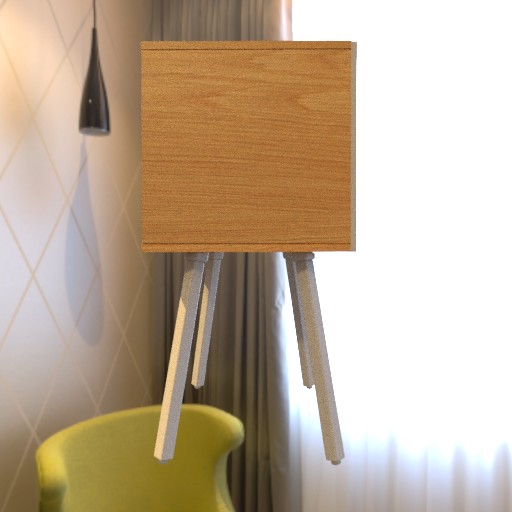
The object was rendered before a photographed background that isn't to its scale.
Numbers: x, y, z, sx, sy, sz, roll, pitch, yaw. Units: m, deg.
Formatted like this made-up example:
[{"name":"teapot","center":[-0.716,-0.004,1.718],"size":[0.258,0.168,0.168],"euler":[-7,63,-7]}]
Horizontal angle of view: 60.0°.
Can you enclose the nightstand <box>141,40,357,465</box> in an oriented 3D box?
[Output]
[{"name":"nightstand","center":[0.000,0.000,0.817],"size":[0.316,0.601,0.400],"euler":[0,1,1]}]
